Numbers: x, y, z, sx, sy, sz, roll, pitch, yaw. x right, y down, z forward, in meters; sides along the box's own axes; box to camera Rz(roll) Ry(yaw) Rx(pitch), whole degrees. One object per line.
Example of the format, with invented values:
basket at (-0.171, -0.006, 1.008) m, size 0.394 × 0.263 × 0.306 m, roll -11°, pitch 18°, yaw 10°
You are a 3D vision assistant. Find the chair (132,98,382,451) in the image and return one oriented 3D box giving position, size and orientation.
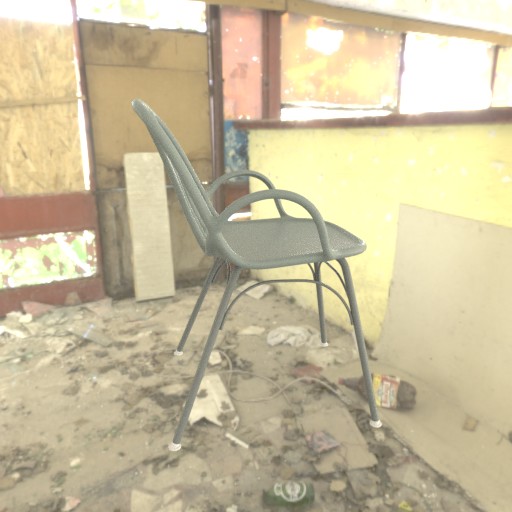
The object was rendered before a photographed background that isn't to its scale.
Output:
chair at (0.000, 0.000, 1.236) m, size 0.597 × 0.816 × 0.549 m, roll -2°, pitch 16°, yaw -8°
